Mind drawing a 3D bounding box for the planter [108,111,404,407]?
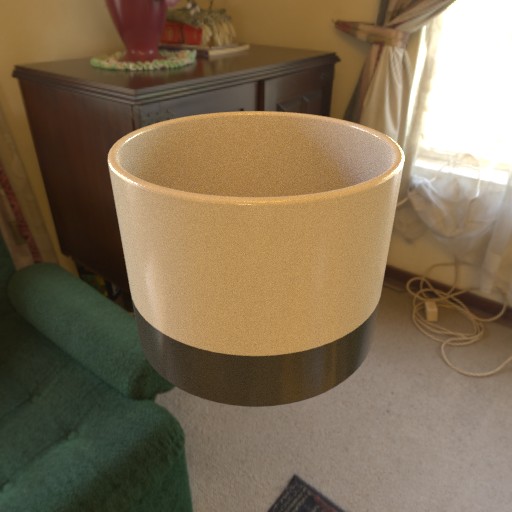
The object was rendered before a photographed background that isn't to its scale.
[{"bbox_3d":[0.000,0.000,0.344,0.193,0.177,0.193,0,31,0],"label":"planter"}]
